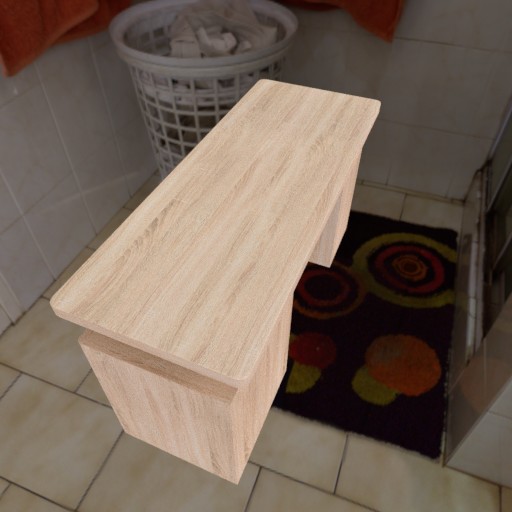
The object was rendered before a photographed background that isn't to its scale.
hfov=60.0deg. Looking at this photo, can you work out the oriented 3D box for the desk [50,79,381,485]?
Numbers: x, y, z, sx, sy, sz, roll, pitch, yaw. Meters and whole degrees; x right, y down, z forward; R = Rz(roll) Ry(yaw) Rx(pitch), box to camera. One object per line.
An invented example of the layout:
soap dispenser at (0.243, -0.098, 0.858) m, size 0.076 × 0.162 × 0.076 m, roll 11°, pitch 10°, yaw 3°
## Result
desk at (0.000, 0.000, 1.754) m, size 0.550 × 0.760 × 1.400 m, roll 17°, pitch 48°, yaw 16°
